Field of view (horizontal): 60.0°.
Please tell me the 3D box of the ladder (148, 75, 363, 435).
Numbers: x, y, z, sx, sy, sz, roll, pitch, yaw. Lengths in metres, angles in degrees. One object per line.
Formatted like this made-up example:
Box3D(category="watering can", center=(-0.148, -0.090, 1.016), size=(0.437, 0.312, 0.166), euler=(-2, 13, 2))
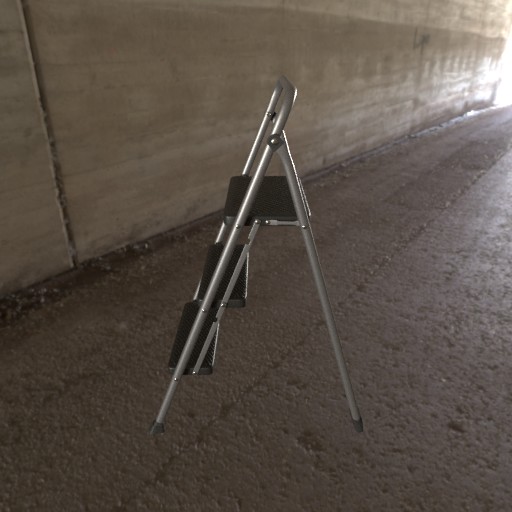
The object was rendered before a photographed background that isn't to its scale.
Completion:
Box3D(category="ladder", center=(0.000, 0.000, 1.272), size=(0.629, 0.945, 0.430), euler=(0, 26, 0))
